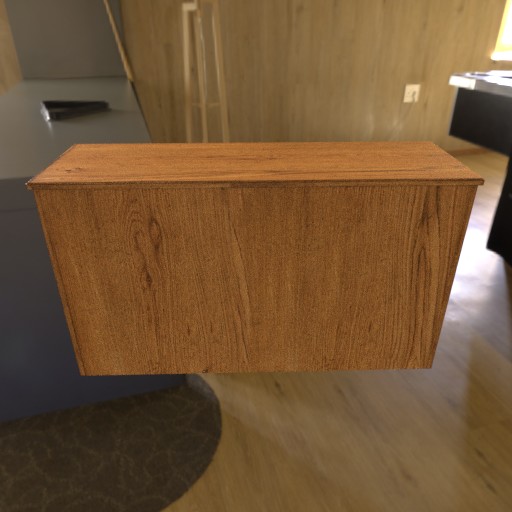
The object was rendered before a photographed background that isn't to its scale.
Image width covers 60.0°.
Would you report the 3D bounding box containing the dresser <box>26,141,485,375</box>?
[{"bbox_3d":[0.000,0.000,2.068,1.657,0.932,0.563,-1,29,-1],"label":"dresser"}]
